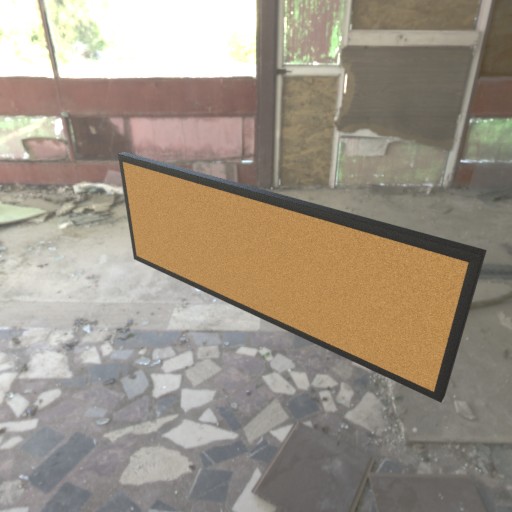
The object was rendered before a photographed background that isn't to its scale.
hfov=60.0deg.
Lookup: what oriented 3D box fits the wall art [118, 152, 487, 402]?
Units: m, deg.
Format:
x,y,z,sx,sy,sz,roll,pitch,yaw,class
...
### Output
x,y,z,sx,sy,sz,roll,pitch,yaw,class
0.000,0.000,1.758,1.572,0.554,0.041,21,35,32,wall art
